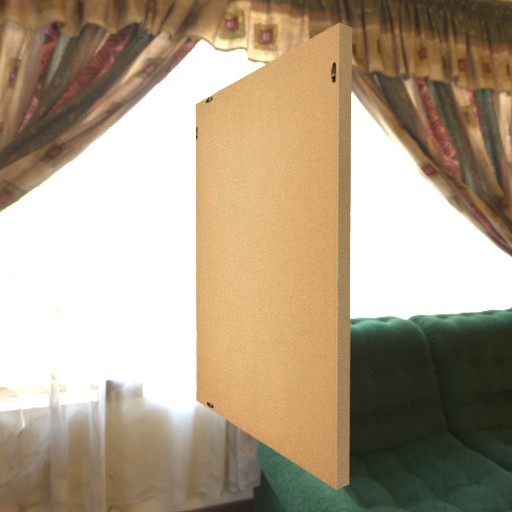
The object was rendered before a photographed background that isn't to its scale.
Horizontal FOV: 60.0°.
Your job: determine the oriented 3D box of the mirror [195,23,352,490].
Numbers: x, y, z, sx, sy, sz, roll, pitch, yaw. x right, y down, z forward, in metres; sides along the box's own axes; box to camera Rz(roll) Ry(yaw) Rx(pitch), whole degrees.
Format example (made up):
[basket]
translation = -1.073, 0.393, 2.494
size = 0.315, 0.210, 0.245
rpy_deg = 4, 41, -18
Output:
[mirror]
translation = 0.000, 0.000, 1.126
size = 0.041, 0.915, 0.609
rpy_deg = -1, 2, -35
